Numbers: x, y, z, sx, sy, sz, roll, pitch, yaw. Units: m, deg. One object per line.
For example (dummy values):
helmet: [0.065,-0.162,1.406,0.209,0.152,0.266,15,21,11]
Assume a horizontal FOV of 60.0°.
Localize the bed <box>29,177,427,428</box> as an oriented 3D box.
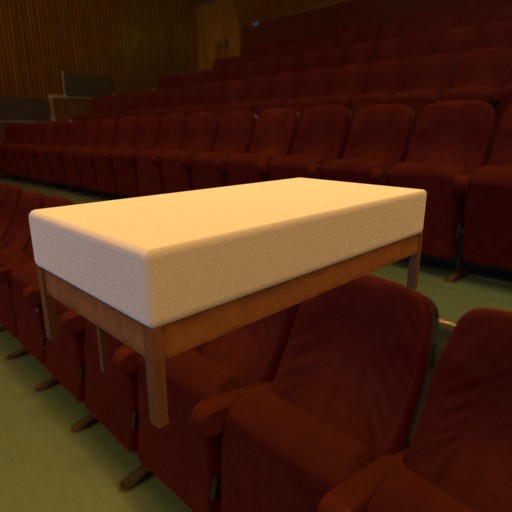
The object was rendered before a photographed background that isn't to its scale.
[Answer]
bed: [0.000,0.000,2.359,0.961,0.616,1.902,15,22,43]
